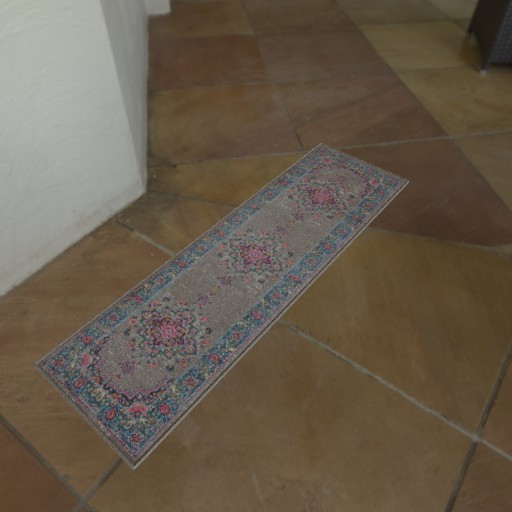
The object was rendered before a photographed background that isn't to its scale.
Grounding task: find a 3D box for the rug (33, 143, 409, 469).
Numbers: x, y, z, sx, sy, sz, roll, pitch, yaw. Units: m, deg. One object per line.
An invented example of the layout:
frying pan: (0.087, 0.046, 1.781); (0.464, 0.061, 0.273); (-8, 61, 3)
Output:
rug: (0.000, 0.000, 1.931); (0.553, 0.012, 1.827); (31, 54, 26)
